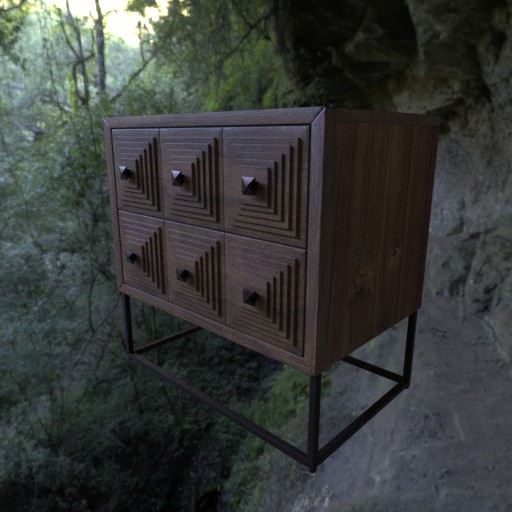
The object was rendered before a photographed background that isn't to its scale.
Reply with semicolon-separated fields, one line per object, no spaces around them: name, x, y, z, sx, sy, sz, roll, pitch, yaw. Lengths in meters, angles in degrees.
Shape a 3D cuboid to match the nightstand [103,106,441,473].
nightstand;0.000;0.000;1.017;0.610;0.610;0.437;14;20;41
